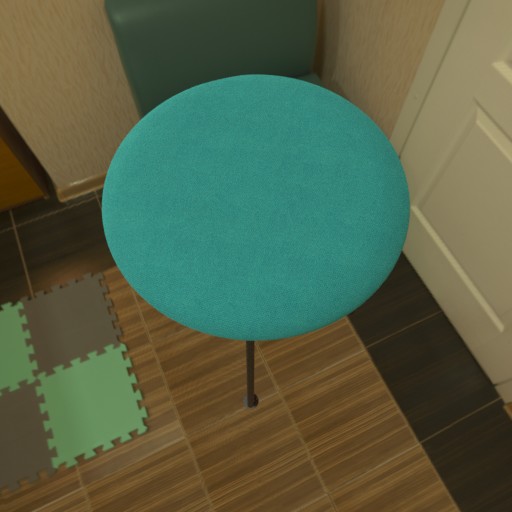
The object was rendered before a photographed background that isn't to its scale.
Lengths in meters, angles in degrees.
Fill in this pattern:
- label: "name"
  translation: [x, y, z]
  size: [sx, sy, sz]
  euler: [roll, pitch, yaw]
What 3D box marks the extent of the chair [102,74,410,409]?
- label: "chair"
  translation: [0.000, 0.000, 0.665]
  size: [0.350, 0.430, 0.350]
  euler: [33, 68, 15]
